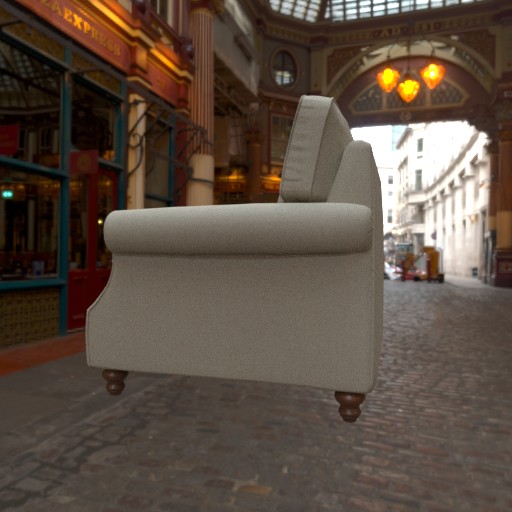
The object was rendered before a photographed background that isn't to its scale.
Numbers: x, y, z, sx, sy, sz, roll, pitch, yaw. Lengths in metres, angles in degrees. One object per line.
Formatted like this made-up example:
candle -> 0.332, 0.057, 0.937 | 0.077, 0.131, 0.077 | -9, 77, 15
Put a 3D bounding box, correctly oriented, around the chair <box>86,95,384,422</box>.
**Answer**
chair -> 0.000, 0.000, 1.768 | 0.966, 0.967, 1.029 | 0, 0, 18
